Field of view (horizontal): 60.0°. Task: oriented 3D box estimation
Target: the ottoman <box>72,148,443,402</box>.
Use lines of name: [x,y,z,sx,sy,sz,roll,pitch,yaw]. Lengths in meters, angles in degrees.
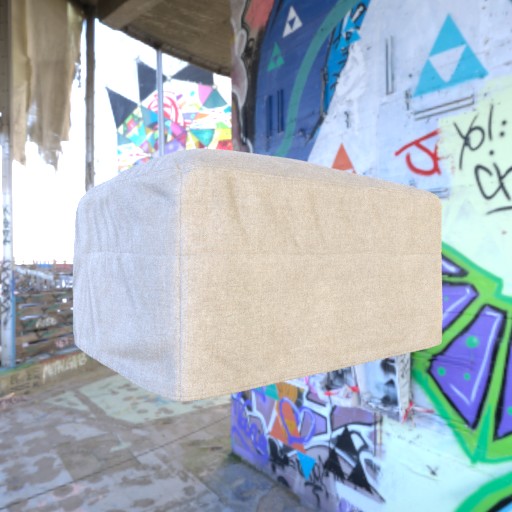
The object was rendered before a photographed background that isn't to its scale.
ottoman: [0.000,0.000,1.220,0.837,0.481,0.683,0,0,-37]
